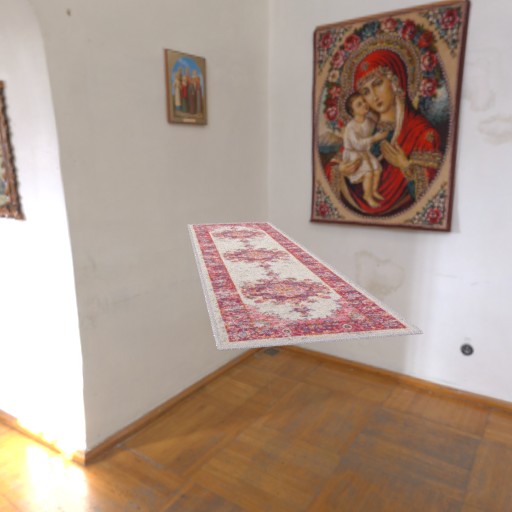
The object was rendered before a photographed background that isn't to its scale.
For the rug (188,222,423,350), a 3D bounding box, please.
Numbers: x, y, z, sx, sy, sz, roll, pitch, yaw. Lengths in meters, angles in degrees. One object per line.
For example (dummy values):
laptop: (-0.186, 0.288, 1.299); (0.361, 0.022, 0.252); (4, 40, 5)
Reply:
rug: (0.000, 0.000, 2.458); (0.666, 0.011, 2.294); (-3, 14, -11)
